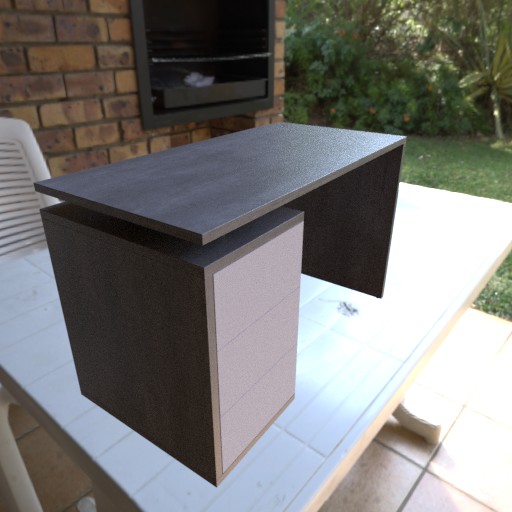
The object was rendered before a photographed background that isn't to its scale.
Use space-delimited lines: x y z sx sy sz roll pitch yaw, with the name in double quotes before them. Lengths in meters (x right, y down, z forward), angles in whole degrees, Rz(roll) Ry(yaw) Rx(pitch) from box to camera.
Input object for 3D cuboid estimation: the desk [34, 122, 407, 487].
"desk" 0.000 0.000 1.624 0.600 0.740 1.200 17 31 32
